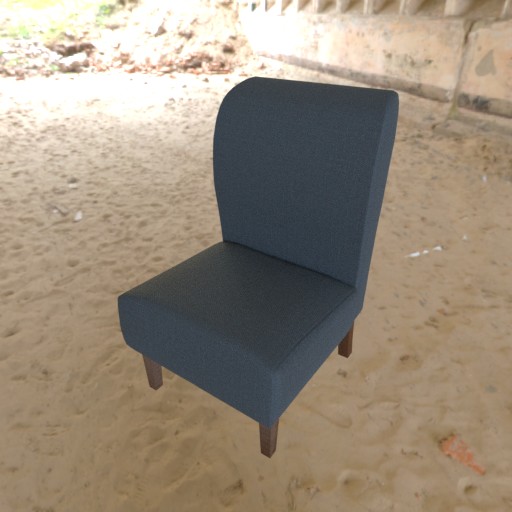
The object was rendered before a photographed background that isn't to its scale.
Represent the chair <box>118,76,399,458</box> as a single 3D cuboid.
[{"bbox_3d":[0.000,0.000,1.181,0.513,0.804,0.592,19,35,29],"label":"chair"}]
